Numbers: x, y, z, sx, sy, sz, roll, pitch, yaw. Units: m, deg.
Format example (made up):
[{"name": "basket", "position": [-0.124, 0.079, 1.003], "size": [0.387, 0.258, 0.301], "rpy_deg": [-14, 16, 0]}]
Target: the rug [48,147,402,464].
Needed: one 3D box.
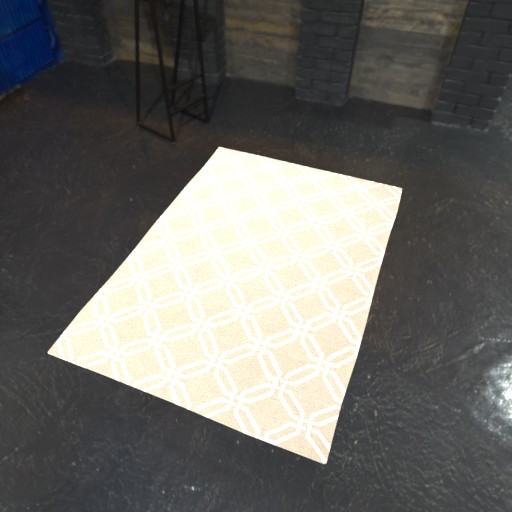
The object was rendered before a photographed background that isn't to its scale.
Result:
[{"name": "rug", "position": [0.000, 0.000, 2.813], "size": [1.524, 0.013, 2.135], "rpy_deg": [16, 48, 15]}]
